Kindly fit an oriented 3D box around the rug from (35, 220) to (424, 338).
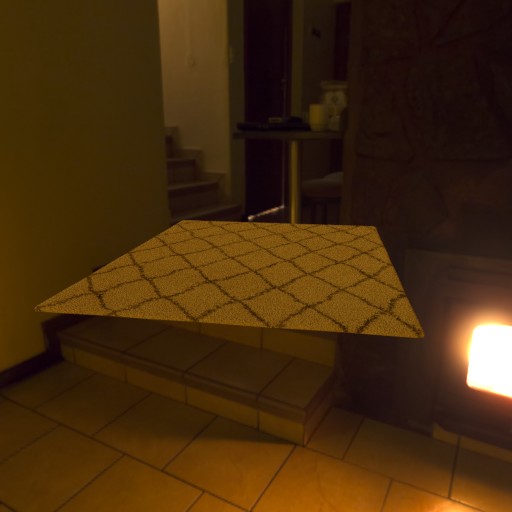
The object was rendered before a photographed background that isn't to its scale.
[{"bbox_3d":[0.000,0.000,4.132,2.438,0.029,3.047,3,16,9],"label":"rug"}]
